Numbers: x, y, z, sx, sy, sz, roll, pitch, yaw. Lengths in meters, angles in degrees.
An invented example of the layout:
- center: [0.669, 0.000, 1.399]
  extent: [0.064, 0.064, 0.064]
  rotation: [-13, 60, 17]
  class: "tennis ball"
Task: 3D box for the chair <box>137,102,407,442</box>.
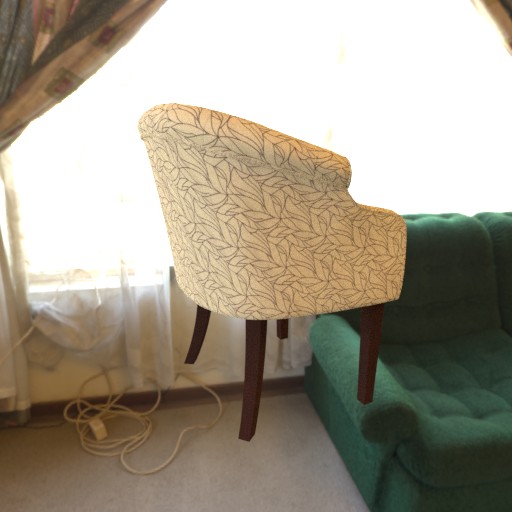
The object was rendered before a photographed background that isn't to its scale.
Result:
- center: [0.000, 0.000, 1.335]
  extent: [0.613, 0.858, 0.686]
  rotation: [-8, 17, -26]
  class: "chair"
